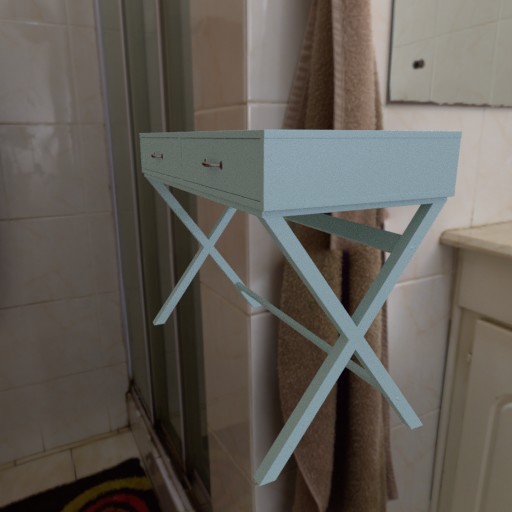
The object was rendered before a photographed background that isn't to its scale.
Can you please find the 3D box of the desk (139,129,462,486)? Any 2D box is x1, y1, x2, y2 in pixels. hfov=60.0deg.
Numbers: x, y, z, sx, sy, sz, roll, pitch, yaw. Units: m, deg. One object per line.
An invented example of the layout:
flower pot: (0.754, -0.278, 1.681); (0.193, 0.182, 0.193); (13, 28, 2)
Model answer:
desk: (0.000, 0.000, 1.454); (0.525, 0.780, 1.057); (-7, 17, -25)
